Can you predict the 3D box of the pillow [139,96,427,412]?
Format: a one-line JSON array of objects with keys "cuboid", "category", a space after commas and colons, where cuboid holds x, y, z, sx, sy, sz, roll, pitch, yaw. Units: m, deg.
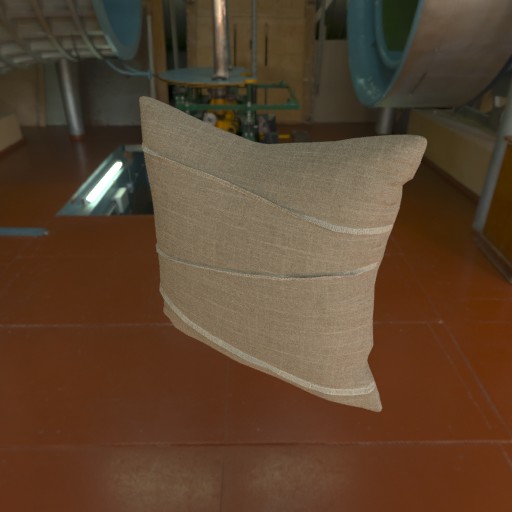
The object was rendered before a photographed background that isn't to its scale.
[{"cuboid": [0.000, 0.000, 0.638, 0.424, 0.400, 0.169, 18, 35, 29], "category": "pillow"}]
